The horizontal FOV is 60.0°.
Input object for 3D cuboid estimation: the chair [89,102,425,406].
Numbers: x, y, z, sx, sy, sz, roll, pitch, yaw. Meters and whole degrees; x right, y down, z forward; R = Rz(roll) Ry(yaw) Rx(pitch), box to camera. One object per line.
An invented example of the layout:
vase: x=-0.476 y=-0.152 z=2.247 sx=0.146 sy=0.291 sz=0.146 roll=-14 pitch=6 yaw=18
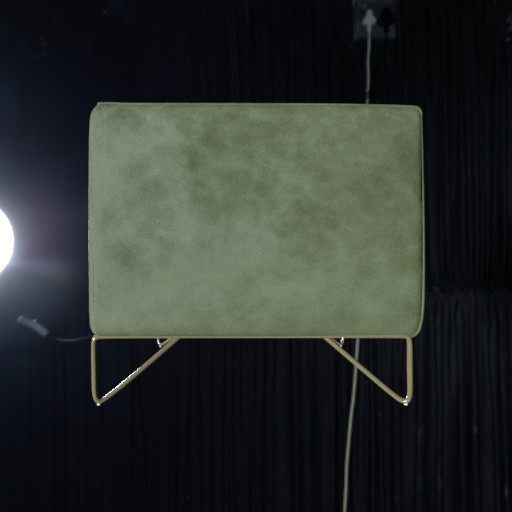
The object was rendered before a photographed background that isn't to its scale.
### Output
chair: x=0.000 y=0.000 z=1.567 sx=0.894 sy=0.790 sz=0.880 roll=0 pitch=-1 yaw=-1
